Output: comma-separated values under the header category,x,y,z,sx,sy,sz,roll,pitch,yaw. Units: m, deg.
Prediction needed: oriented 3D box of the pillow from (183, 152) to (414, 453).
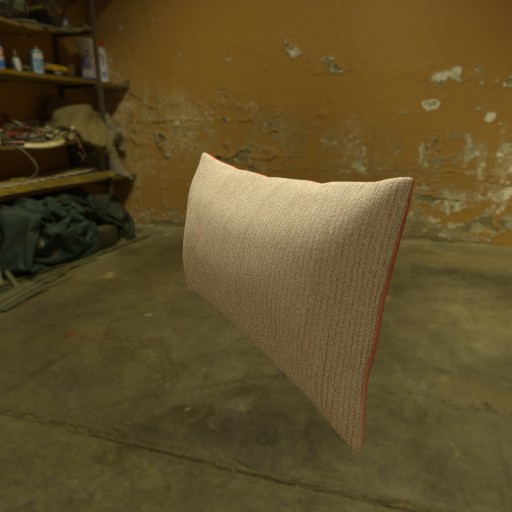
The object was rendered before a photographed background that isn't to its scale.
category,x,y,z,sx,sy,sz,roll,pitch,yaw
pillow,0.000,0.000,0.729,0.155,0.307,0.608,-8,17,-25
